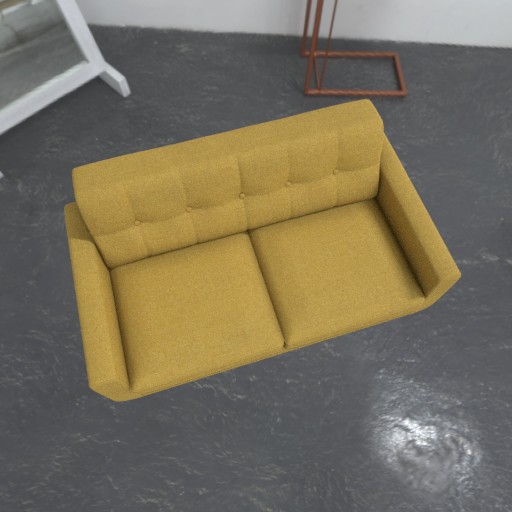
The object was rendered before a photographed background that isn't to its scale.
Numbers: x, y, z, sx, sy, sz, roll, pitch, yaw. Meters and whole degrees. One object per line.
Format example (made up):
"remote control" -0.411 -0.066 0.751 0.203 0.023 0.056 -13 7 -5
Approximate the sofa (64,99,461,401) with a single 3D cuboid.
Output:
"sofa" 0.000 0.000 2.135 1.631 0.841 0.909 -15 65 -7
